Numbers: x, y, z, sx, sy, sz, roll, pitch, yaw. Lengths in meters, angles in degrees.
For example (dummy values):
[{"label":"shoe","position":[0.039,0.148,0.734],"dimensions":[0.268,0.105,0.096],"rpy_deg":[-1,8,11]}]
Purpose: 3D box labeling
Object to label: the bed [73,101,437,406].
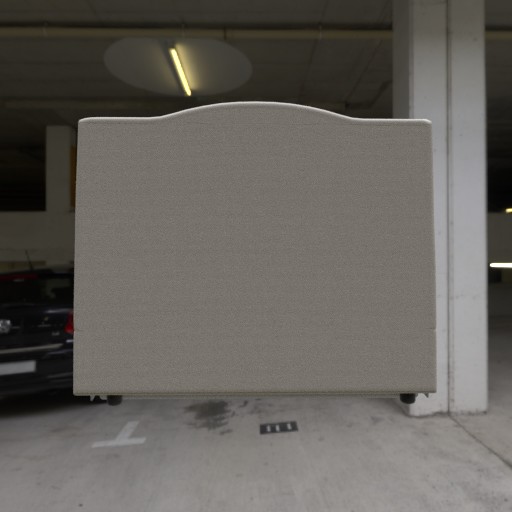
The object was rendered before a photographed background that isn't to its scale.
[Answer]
[{"label":"bed","position":[0.000,0.000,3.162],"dimensions":[1.741,1.449,2.196],"rpy_deg":[0,0,-1]}]
